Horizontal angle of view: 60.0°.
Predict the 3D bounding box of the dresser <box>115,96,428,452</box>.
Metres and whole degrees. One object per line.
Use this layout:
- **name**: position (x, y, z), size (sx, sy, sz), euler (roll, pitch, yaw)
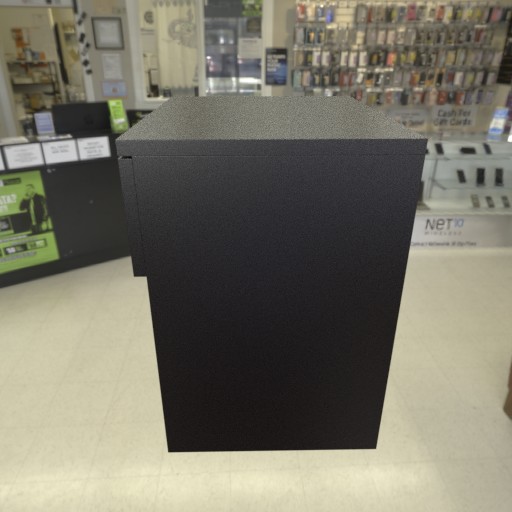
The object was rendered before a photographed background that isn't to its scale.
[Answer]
- **dresser**: position (0.000, 0.000, 0.753), size (0.360, 0.470, 0.400), euler (0, 26, -1)
